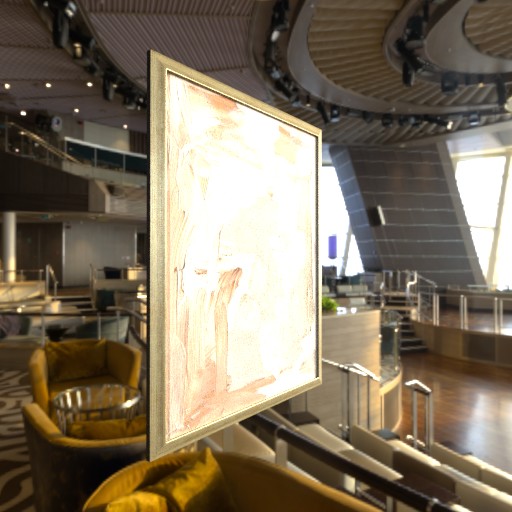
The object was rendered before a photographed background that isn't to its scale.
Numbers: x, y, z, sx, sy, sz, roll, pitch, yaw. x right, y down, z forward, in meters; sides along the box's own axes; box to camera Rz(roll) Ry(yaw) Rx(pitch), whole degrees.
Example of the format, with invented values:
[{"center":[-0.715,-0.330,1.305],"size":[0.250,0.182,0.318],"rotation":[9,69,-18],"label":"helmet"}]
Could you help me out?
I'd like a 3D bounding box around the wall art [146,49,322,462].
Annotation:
[{"center":[0.000,0.000,0.930],"size":[0.018,0.660,0.559],"rotation":[0,-1,37],"label":"wall art"}]
